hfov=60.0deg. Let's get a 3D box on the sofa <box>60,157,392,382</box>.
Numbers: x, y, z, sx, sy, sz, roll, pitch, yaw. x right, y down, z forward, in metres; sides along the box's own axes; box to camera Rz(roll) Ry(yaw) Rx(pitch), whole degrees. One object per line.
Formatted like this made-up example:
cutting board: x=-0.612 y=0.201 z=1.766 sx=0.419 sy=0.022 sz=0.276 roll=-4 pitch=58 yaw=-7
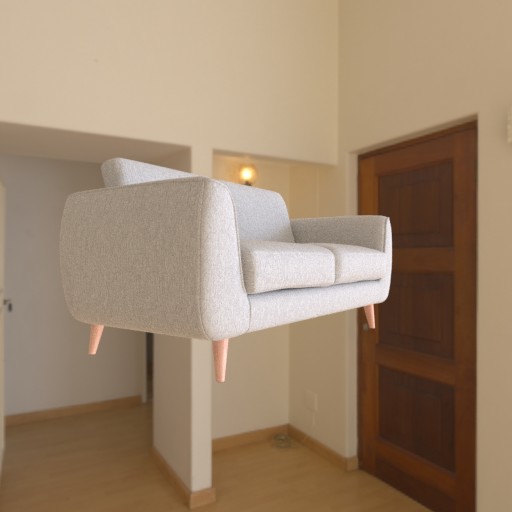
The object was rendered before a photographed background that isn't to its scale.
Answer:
sofa: x=0.000 y=0.000 z=2.251 sx=0.920 sy=0.850 sz=1.700 roll=0 pitch=0 yaw=36
